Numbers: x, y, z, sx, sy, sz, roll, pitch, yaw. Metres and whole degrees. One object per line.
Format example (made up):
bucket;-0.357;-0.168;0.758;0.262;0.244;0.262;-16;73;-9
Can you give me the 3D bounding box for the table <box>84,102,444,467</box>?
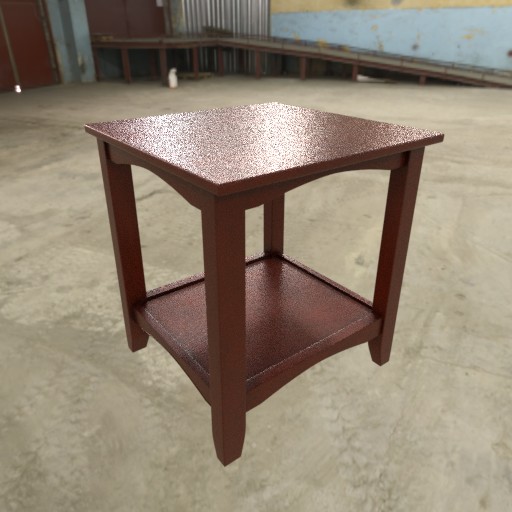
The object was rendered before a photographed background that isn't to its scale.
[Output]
table;0.000;0.000;0.991;0.523;0.558;0.522;-18;32;-31
